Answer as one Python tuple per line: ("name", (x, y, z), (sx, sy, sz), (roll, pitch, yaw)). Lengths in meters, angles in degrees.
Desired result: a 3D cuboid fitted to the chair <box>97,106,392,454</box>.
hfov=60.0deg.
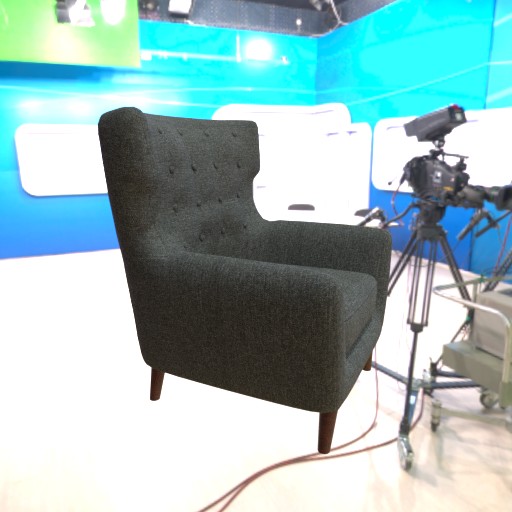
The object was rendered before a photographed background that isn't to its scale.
("chair", (0.000, 0.000, 1.719), (0.904, 1.063, 0.878), (7, 15, 26))
